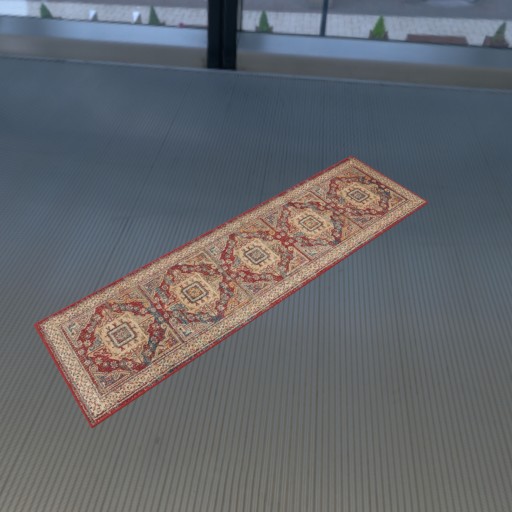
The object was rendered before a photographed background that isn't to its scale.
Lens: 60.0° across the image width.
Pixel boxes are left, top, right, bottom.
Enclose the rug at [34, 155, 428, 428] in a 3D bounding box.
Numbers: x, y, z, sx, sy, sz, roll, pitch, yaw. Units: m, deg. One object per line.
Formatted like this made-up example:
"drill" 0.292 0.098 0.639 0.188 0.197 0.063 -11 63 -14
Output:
"rug" 0.000 0.000 2.507 2.292 0.015 0.659 -31 54 -25
